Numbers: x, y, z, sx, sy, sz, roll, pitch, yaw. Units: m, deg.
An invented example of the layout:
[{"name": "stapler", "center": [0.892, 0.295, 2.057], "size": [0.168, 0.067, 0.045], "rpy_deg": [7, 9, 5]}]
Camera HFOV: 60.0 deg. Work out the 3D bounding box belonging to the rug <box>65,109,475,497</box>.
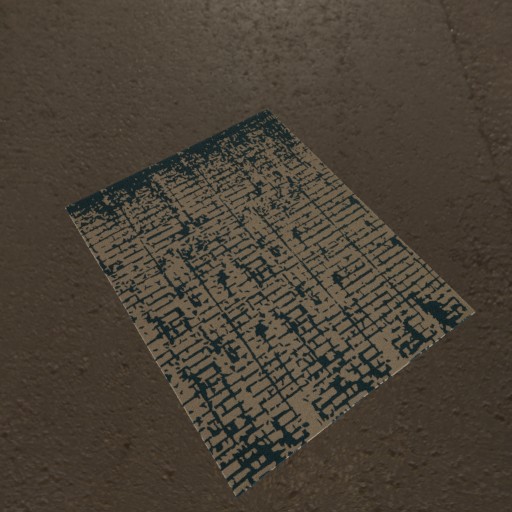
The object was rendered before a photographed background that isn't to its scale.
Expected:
[{"name": "rug", "center": [0.000, 0.000, 4.020], "size": [2.416, 0.014, 3.017], "rpy_deg": [-31, 64, -17]}]
